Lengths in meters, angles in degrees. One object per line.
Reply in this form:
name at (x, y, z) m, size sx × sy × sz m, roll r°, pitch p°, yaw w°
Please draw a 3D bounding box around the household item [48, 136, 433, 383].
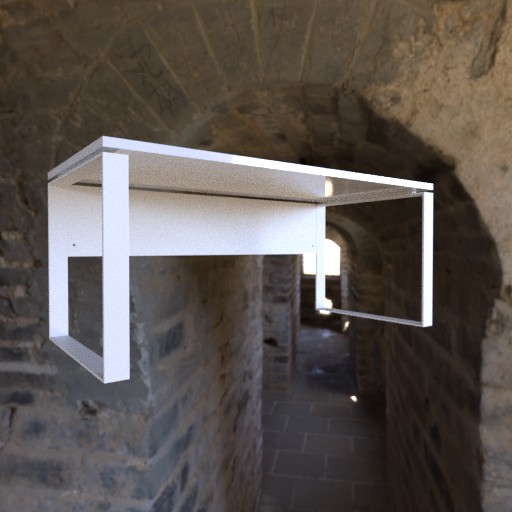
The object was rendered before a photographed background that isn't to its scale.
household item at (0.000, 0.000, 2.145) m, size 1.700 × 0.745 × 0.800 m, roll -1°, pitch 1°, yaw -36°
